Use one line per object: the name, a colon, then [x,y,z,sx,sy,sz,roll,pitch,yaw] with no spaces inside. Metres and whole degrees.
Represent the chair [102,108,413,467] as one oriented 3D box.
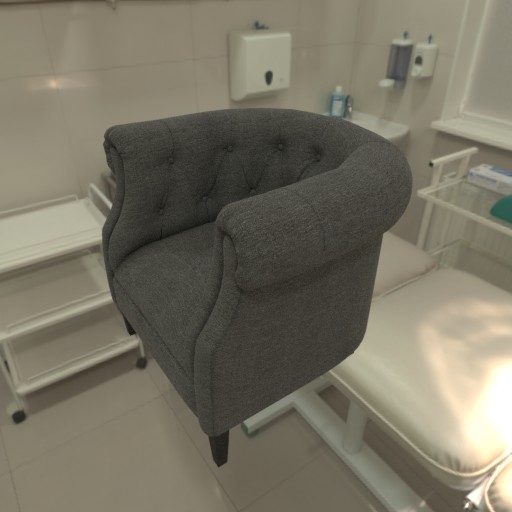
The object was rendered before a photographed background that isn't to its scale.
chair: [0.000,0.000,1.525,0.852,0.827,0.905,-21,38,-29]
